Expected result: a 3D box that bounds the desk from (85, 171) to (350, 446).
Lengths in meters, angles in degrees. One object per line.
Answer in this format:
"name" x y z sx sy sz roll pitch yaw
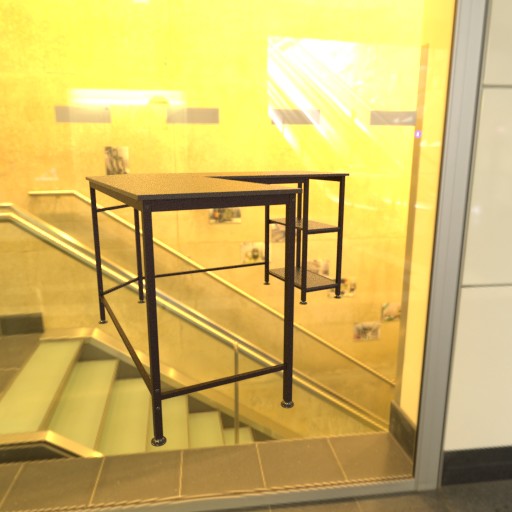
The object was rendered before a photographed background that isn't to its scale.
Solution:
"desk" 0.000 0.000 2.118 1.379 0.739 1.379 -6 14 -26
